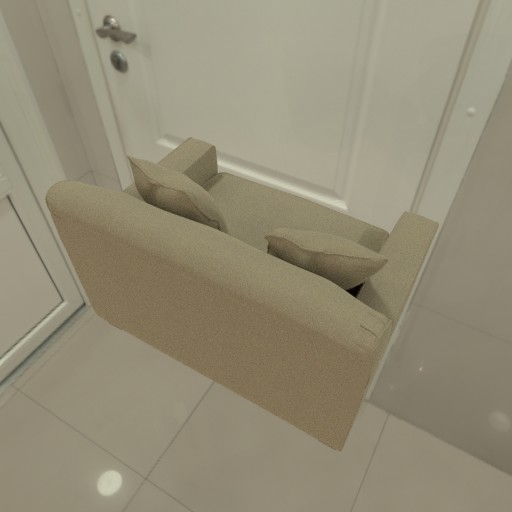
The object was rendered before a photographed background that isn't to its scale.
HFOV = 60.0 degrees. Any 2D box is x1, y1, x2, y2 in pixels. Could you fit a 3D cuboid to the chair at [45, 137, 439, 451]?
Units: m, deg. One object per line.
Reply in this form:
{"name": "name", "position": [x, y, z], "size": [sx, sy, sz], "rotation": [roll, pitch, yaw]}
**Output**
{"name": "chair", "position": [0.000, 0.000, 2.067], "size": [1.383, 0.948, 1.000], "rotation": [23, 52, 20]}
